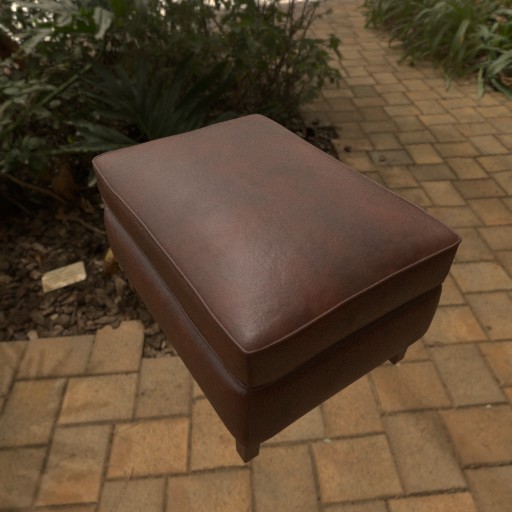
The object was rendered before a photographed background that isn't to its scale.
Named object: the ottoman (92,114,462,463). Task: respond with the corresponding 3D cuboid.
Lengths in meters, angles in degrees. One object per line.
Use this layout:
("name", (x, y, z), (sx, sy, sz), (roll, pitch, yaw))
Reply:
("ottoman", (0.000, 0.000, 0.982), (0.501, 0.432, 0.665), (-23, 46, -25))
